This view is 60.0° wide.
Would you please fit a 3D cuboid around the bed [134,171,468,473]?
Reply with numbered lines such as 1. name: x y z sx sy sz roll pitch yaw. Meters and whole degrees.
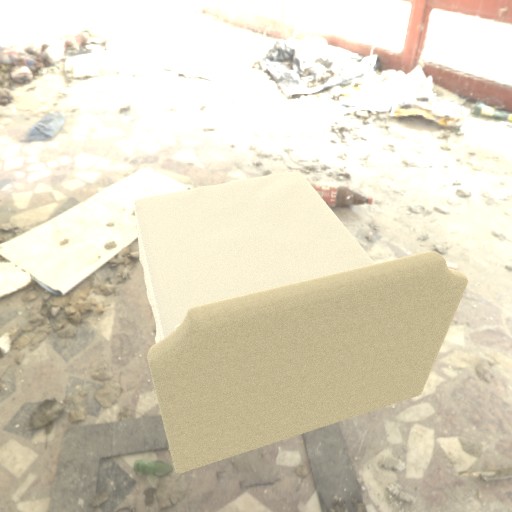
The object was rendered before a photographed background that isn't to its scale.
1. bed: 0.000 0.000 3.171 1.693 1.290 2.116 -12 42 -14
